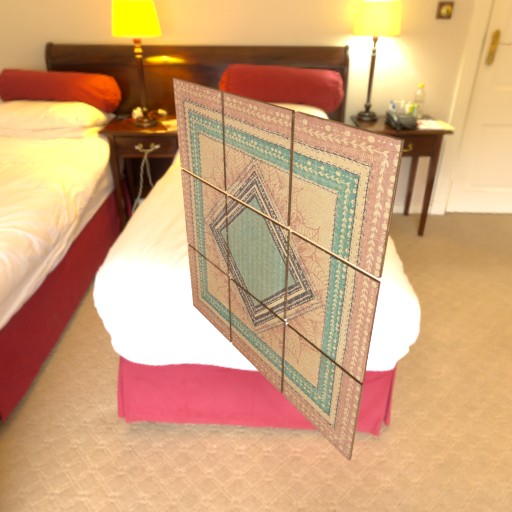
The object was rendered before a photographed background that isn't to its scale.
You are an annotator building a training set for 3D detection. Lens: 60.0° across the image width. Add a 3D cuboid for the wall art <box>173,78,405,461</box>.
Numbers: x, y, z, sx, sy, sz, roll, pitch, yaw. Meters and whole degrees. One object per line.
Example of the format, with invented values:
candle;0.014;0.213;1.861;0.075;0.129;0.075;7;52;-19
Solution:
wall art;0.000;0.000;1.799;0.013;1.213;1.215;-20;35;-30
